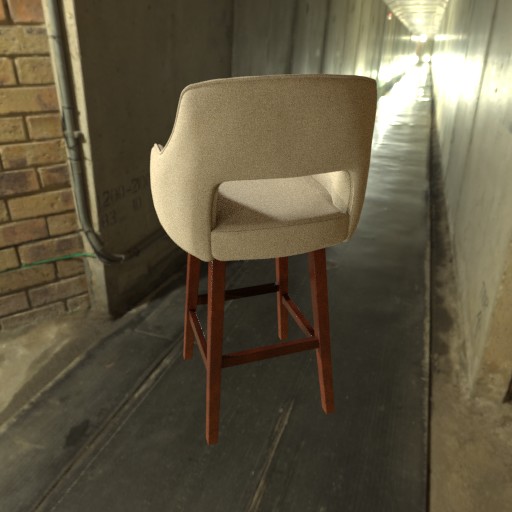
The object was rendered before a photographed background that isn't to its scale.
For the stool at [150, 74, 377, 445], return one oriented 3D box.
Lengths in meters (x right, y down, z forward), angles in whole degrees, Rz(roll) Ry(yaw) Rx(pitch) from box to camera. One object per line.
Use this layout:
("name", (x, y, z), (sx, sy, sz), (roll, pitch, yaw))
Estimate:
("stool", (0.000, 0.000, 1.323), (0.550, 1.041, 0.560), (-8, 27, -16))
